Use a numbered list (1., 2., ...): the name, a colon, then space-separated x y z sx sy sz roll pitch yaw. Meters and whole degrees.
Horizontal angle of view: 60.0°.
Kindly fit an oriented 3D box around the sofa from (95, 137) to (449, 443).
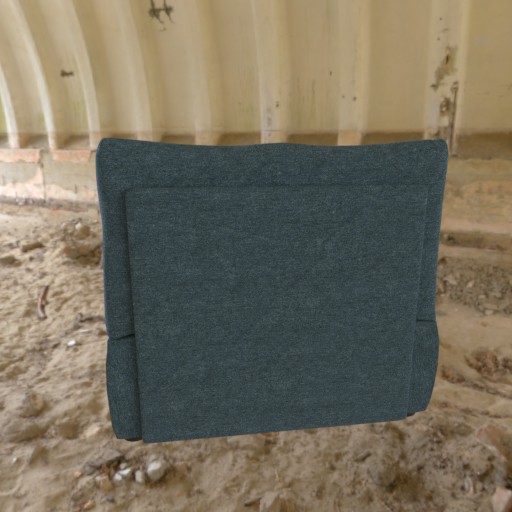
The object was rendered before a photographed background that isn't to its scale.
1. sofa: 0.000 0.000 1.628 0.930 0.820 1.000 -2 14 -8
